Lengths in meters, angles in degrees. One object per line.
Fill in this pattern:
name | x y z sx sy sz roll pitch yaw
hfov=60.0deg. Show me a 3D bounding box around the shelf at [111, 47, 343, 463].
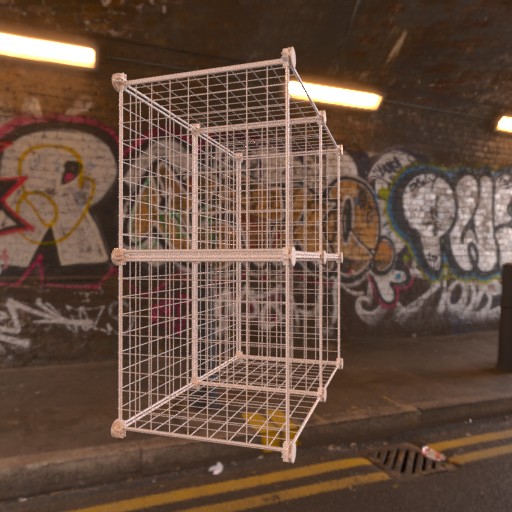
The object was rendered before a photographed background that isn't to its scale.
shelf | 0.000 0.000 1.137 0.356 0.711 0.711 0 0 18
